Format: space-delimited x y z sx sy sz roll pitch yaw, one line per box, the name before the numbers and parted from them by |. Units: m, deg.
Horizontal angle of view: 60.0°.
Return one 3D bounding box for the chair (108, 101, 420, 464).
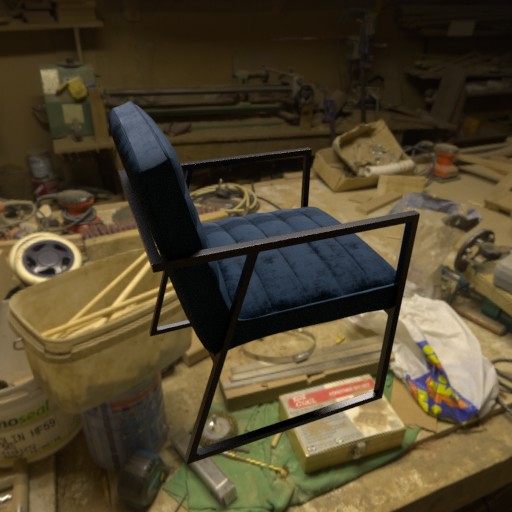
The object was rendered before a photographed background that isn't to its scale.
chair | 0.000 0.000 1.282 0.677 0.833 0.571 -11 32 -18
